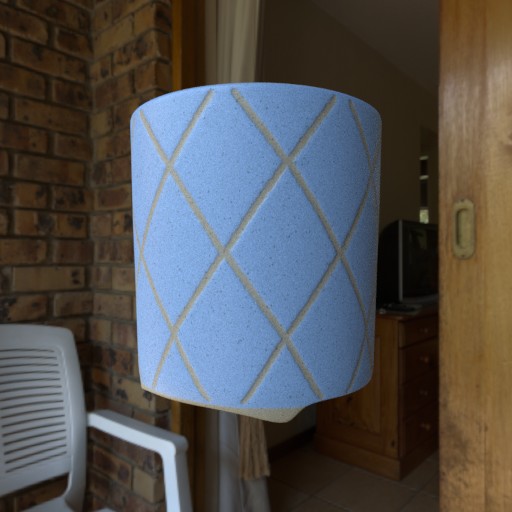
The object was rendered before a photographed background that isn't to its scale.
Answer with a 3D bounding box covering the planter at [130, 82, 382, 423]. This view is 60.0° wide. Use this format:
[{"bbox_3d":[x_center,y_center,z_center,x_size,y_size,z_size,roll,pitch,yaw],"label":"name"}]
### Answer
[{"bbox_3d":[0.000,0.000,0.349,0.191,0.200,0.191,0,0,0],"label":"planter"}]
